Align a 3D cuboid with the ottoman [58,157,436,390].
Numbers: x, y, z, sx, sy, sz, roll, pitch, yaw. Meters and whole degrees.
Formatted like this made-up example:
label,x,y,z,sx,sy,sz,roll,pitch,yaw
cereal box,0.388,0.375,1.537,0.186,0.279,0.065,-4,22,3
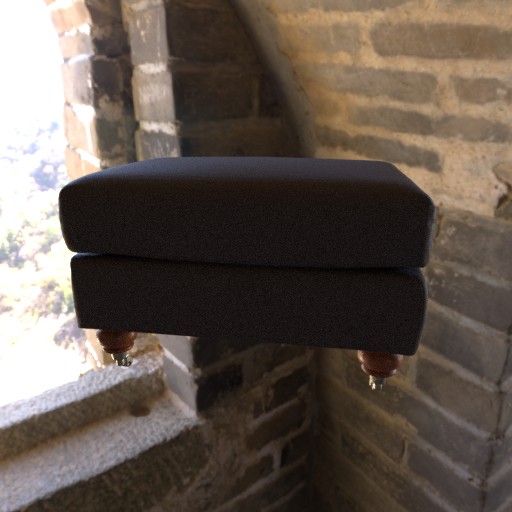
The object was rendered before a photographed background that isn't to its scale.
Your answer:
label,x,y,z,sx,sy,sz,roll,pitch,yaw
ottoman,0.000,0.000,1.162,0.773,0.497,0.574,3,18,9
